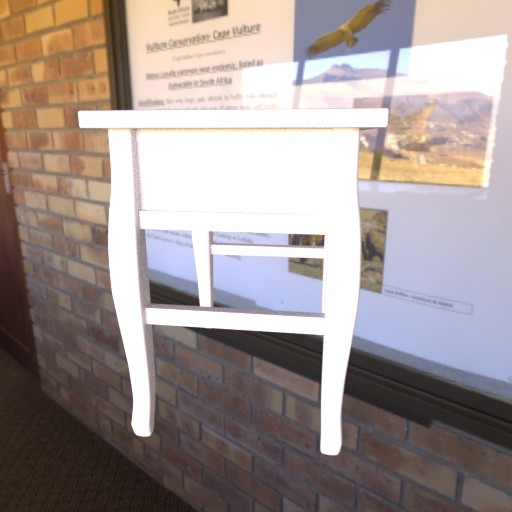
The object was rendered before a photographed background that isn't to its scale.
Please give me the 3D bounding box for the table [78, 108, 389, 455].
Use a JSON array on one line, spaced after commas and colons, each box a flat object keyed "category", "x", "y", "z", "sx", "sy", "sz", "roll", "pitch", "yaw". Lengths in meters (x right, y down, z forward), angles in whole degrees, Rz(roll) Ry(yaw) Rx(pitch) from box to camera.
[{"category": "table", "x": 0.000, "y": 0.000, "z": 1.008, "sx": 0.463, "sy": 0.605, "sz": 0.599, "roll": 2, "pitch": 15, "yaw": 8}]
